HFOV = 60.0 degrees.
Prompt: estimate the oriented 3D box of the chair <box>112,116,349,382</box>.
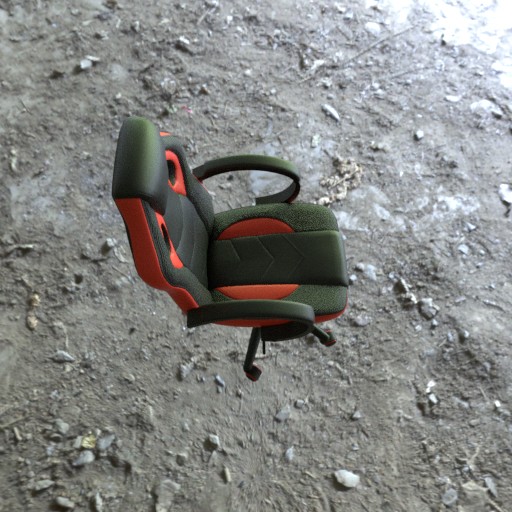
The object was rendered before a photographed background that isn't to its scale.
[{"bbox_3d":[0.000,0.000,1.416,0.642,1.016,0.600,-2,63,-1],"label":"chair"}]
